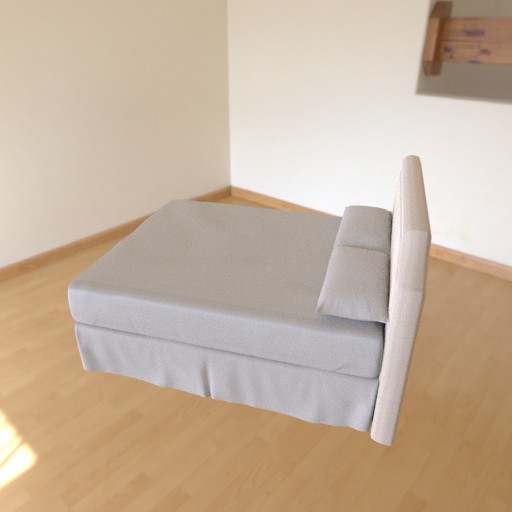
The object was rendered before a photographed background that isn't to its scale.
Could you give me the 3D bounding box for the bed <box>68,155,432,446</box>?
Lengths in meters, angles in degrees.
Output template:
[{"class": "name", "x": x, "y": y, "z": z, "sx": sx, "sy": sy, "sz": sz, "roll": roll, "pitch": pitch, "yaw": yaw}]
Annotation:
[{"class": "bed", "x": 0.000, "y": 0.000, "z": 3.268, "sx": 2.164, "sy": 1.297, "sz": 1.828, "roll": 8, "pitch": 29, "yaw": 14}]
